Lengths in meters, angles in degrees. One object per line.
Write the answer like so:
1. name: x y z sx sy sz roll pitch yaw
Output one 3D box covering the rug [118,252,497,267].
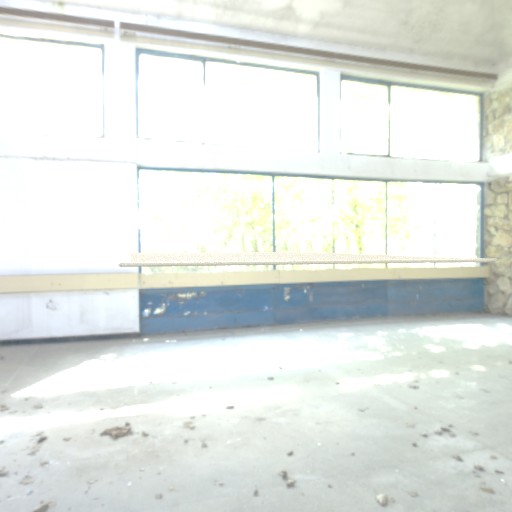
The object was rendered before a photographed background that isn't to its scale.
1. rug: 0.000 0.000 4.711 2.734 0.037 3.659 0 1 -16
